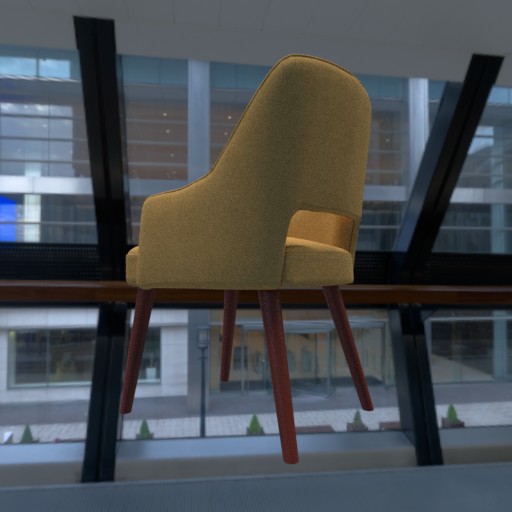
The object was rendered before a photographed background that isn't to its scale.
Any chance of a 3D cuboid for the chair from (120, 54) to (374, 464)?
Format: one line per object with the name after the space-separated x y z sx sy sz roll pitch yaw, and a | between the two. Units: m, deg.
0.000 0.000 1.214 0.605 0.849 0.548 -1 -2 36 | chair
